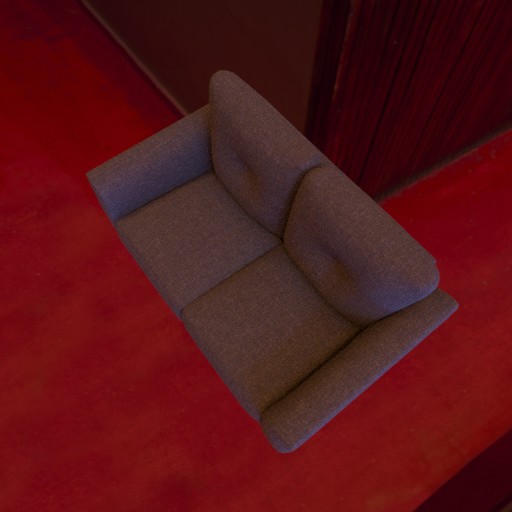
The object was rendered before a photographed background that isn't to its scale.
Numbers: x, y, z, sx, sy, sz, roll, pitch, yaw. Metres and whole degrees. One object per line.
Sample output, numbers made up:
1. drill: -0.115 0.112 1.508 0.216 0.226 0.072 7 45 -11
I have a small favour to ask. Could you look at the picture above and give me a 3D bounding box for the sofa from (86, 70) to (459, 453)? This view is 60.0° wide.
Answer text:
1. sofa: 0.000 0.000 1.961 0.851 0.885 1.423 -35 68 -16
